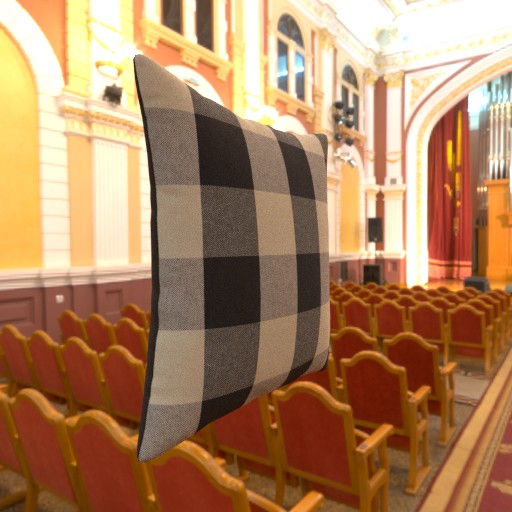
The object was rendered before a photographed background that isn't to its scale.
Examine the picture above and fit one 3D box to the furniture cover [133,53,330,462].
[{"bbox_3d":[0.000,0.000,0.754,0.161,0.509,0.511,1,2,35],"label":"furniture cover"}]
